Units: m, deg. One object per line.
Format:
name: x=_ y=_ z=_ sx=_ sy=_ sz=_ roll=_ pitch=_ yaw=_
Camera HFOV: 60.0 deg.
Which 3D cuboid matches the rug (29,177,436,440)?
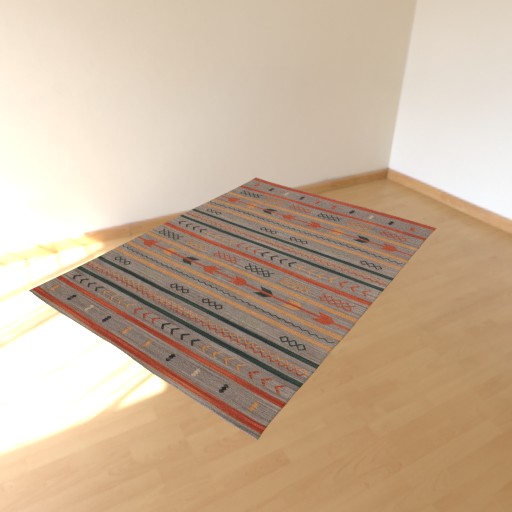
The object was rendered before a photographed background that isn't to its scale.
rug: x=0.000 y=0.000 z=3.969 sx=2.263 sy=0.022 sz=3.029 roll=21 pitch=37 yaw=31
